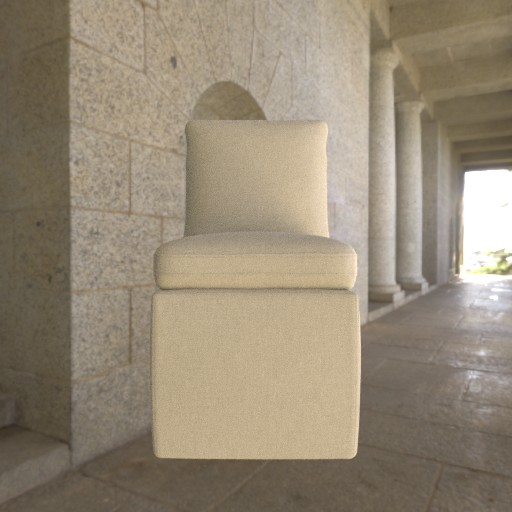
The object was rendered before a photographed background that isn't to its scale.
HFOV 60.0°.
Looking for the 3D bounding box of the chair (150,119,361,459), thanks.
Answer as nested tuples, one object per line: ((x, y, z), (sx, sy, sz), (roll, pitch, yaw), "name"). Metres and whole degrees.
((0.000, 0.000, 1.334), (0.503, 0.927, 0.698), (0, 1, 0), "chair")
